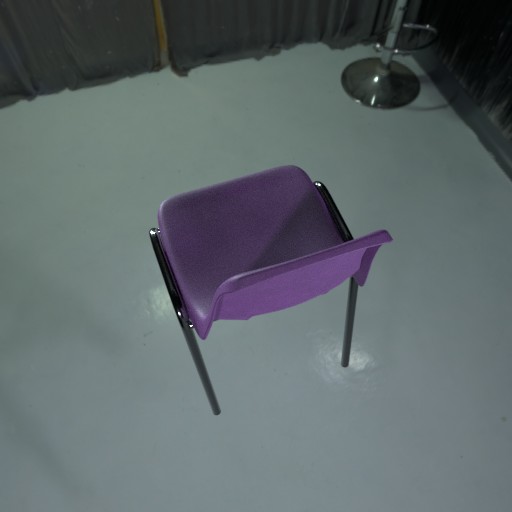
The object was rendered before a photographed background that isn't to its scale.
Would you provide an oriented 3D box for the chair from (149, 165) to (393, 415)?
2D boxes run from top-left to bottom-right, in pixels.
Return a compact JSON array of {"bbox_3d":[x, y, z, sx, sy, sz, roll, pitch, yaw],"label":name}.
[{"bbox_3d":[0.000,0.000,0.897,0.381,0.654,0.432,-17,60,-10],"label":"chair"}]
